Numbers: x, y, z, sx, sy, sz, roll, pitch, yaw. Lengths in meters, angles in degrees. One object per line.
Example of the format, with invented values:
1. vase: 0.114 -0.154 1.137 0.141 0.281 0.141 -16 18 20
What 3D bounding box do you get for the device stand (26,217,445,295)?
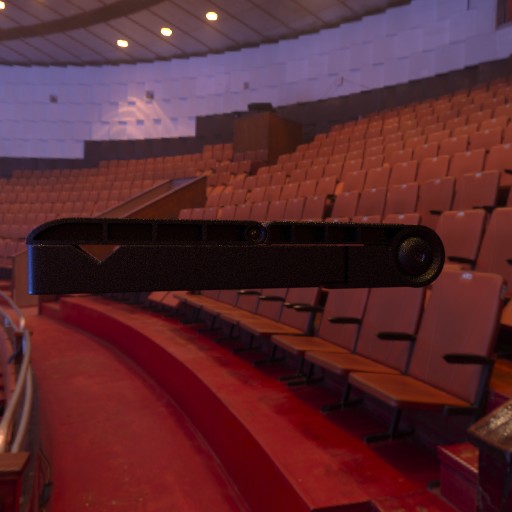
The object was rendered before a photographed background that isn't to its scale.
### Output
1. device stand: 0.000 0.000 0.195 0.179 0.030 0.026 0 1 -17
